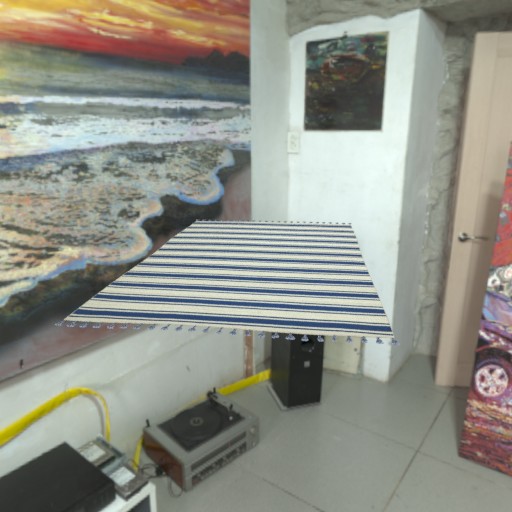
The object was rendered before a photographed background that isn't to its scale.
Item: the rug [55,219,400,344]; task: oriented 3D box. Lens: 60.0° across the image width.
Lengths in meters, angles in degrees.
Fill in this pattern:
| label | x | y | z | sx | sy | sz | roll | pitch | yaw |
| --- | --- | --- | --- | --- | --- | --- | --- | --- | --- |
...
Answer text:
| label | x | y | z | sx | sy | sz | roll | pitch | yaw |
| --- | --- | --- | --- | --- | --- | --- | --- | --- | --- |
| rug | 0.000 | 0.000 | 2.570 | 1.248 | 0.009 | 2.108 | 2 | 16 | 7 |
